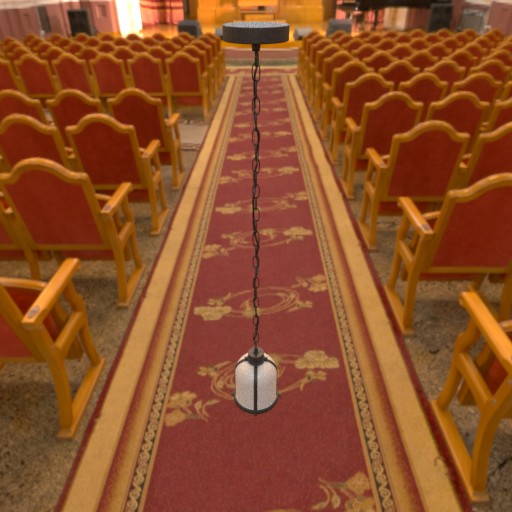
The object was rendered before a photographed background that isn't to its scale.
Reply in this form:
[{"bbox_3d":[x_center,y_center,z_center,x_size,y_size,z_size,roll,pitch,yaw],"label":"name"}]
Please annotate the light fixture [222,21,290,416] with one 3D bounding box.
[{"bbox_3d":[0.000,0.000,1.271,0.178,1.181,0.178,1,32,1],"label":"light fixture"}]
